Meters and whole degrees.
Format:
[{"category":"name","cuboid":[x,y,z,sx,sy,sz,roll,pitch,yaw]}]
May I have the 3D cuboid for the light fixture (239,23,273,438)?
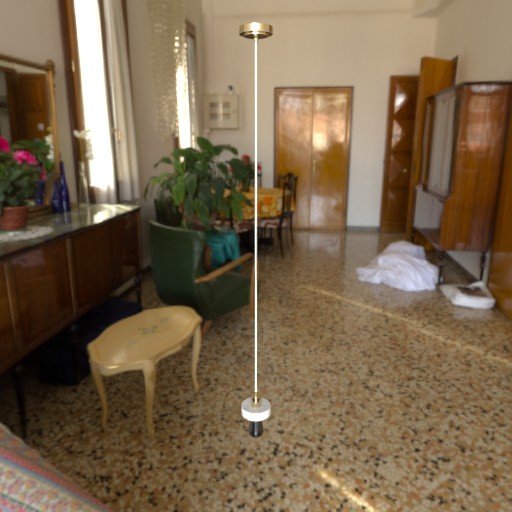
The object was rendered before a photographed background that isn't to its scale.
[{"category":"light fixture","cuboid":[0.000,0.000,1.777,0.129,1.669,0.129,-7,16,-27]}]
